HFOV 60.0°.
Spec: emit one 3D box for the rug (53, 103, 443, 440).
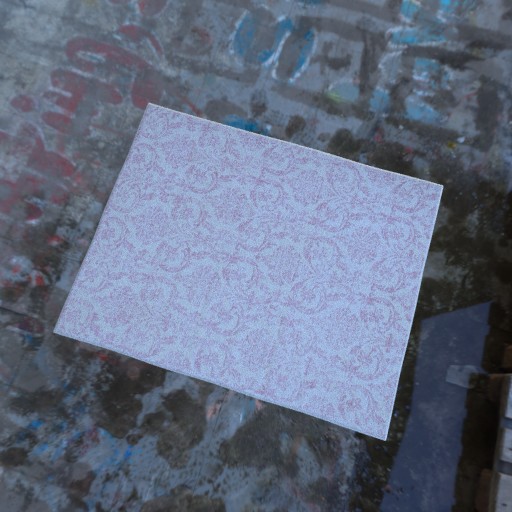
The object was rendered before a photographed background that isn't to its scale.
[{"bbox_3d":[0.000,0.000,4.035,2.980,0.012,2.363,17,77,4],"label":"rug"}]
